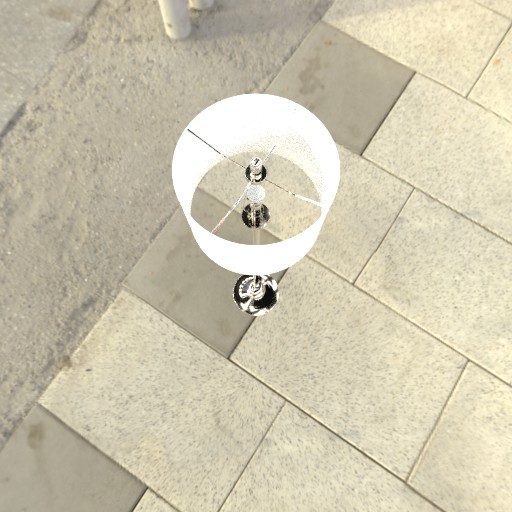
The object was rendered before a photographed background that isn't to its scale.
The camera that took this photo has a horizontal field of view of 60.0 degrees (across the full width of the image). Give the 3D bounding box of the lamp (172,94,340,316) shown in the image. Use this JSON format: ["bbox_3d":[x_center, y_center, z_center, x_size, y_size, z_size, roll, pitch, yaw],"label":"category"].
[{"bbox_3d":[0.000,0.000,1.635,0.356,1.487,0.356,30,77,8],"label":"lamp"}]
